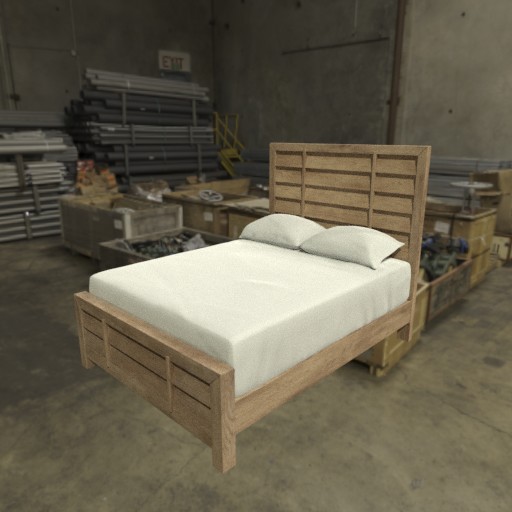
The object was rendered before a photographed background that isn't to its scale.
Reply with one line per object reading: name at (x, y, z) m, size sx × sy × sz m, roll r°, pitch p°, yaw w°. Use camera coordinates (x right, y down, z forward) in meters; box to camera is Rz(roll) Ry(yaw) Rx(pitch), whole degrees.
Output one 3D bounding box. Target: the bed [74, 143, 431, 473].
bed at (0.000, 0.000, 3.401) m, size 1.626 × 1.626 × 2.197 m, roll 15°, pitch 21°, yaw 42°
